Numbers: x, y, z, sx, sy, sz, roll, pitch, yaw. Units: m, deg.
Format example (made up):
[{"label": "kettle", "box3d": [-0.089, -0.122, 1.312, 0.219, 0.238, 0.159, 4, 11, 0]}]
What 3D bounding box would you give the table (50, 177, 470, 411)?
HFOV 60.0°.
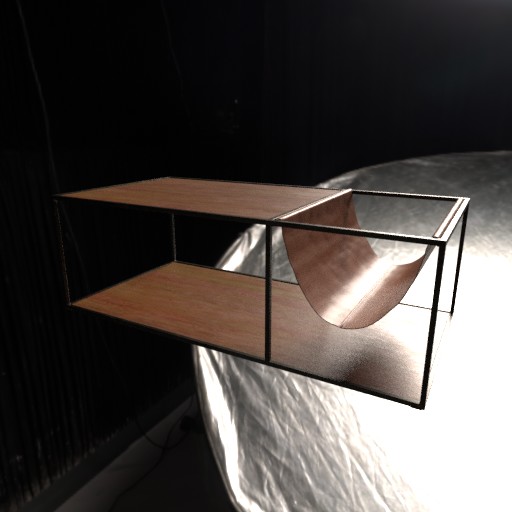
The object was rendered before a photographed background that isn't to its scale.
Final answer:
[{"label": "table", "box3d": [0.000, 0.000, 1.470, 1.199, 0.403, 0.597, 9, 19, 28]}]
